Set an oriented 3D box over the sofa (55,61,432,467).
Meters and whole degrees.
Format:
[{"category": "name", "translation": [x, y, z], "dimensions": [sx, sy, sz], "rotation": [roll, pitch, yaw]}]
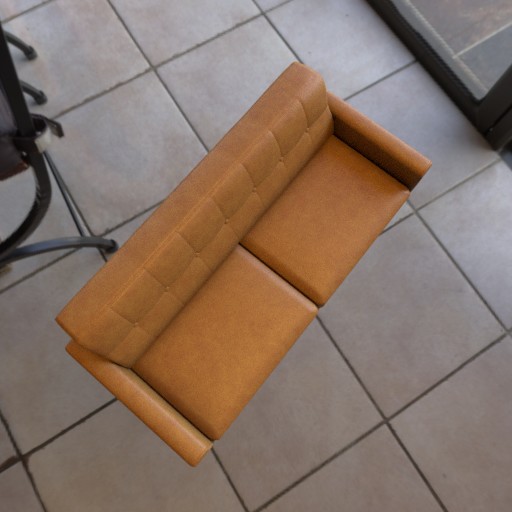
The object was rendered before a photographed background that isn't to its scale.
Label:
[{"category": "sofa", "translation": [0.000, 0.000, 2.612], "dimensions": [0.980, 0.892, 2.137], "rotation": [38, 78, 9]}]
